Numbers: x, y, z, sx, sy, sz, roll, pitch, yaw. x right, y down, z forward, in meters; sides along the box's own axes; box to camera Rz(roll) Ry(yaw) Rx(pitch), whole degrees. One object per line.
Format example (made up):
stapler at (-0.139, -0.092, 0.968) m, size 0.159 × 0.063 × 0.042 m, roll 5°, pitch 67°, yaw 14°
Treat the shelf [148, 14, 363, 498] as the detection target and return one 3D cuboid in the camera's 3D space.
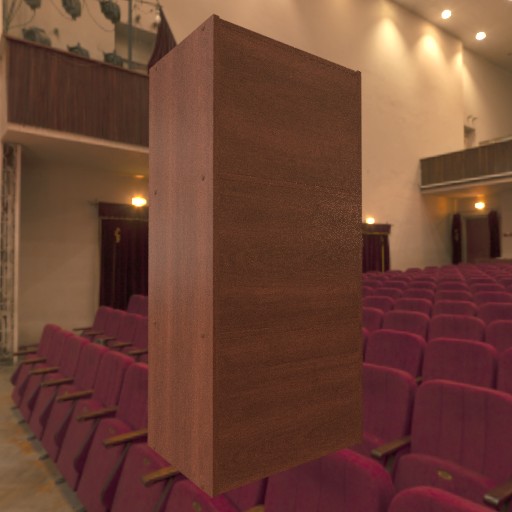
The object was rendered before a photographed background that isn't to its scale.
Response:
shelf at (0.000, 0.000, 1.042) m, size 0.414 × 0.879 × 0.290 m, roll 1°, pitch -1°, yaw -37°
